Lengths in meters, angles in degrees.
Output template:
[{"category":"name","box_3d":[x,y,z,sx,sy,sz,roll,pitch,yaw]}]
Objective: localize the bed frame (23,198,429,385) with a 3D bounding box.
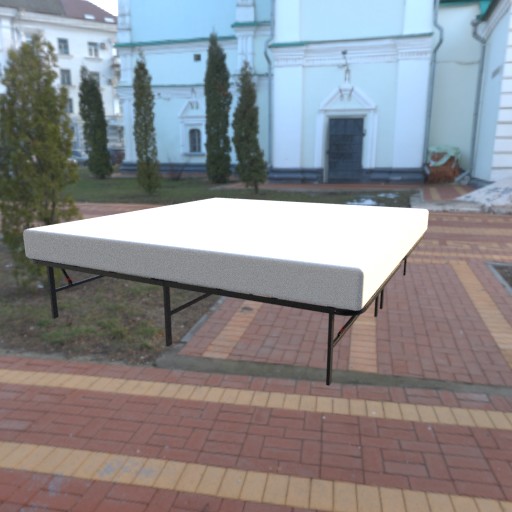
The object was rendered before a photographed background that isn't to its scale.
[{"category":"bed frame","box_3d":[0.000,0.000,3.000,1.935,0.525,2.033,7,15,26]}]
